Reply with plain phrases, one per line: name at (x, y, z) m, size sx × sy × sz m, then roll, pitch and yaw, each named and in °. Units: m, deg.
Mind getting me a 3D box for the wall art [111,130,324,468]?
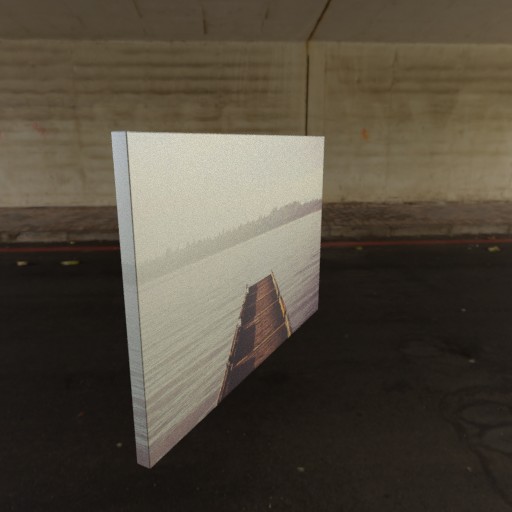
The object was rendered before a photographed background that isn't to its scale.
wall art at (0.000, 0.000, 0.774) m, size 0.021 × 0.410 × 0.615 m, roll 7°, pitch 16°, yaw 27°
